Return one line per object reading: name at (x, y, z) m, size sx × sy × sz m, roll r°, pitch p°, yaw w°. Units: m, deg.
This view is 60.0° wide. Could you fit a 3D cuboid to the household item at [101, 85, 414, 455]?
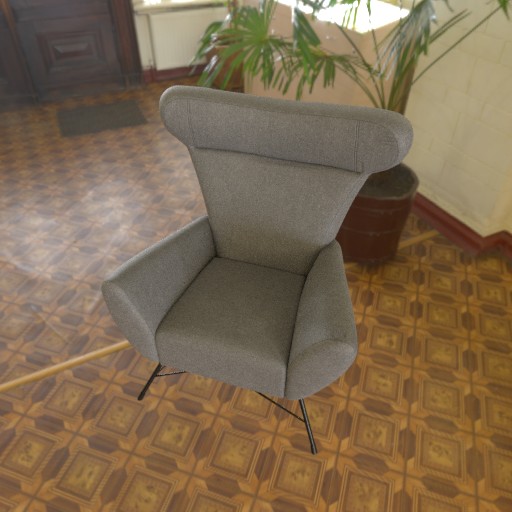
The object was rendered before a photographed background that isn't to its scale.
household item at (0.000, 0.000, 1.752) m, size 0.980 × 1.050 × 0.900 m, roll 12°, pitch 42°, yaw 14°
